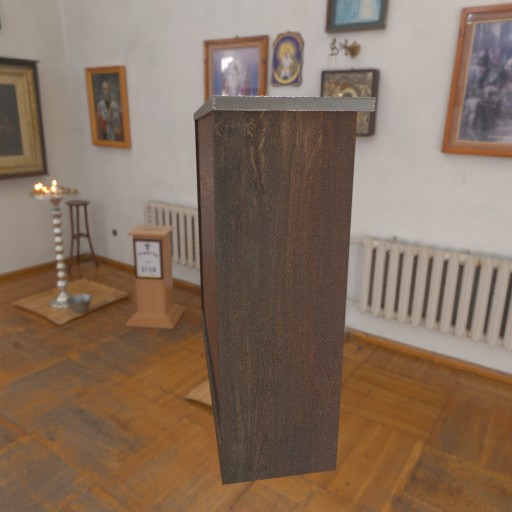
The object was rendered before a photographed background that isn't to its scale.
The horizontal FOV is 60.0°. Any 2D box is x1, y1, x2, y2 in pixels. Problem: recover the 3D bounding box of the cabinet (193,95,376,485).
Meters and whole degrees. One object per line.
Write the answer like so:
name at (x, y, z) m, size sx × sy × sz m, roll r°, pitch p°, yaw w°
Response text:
cabinet at (0.000, 0.000, 1.453) m, size 0.338 × 0.919 × 0.968 m, roll -3°, pitch 16°, yaw -9°
